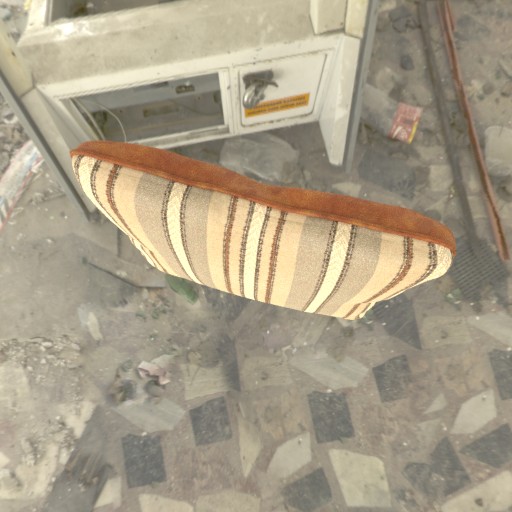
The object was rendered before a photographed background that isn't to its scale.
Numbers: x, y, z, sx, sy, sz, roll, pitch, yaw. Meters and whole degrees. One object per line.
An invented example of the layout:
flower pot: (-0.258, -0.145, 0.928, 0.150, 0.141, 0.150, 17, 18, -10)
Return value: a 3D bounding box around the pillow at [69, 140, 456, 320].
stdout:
pillow: (0.000, 0.000, 0.744, 0.489, 0.490, 0.130, 15, 76, 4)
